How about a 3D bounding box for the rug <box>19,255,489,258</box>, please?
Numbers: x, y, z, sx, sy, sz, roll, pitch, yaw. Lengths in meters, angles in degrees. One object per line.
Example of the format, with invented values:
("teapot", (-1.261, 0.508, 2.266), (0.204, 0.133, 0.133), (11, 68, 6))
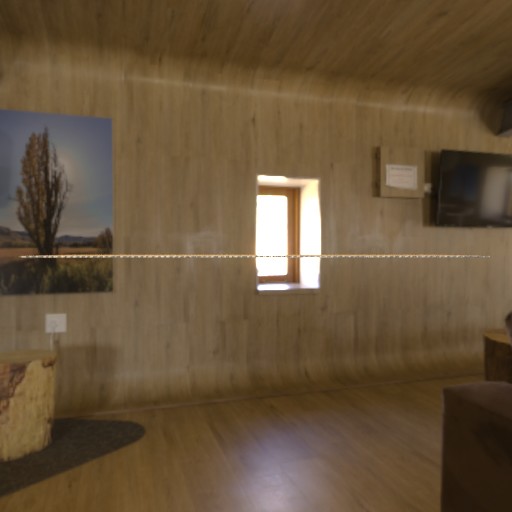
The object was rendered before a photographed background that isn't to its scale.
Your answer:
("rug", (0.000, 0.000, 2.470), (2.286, 0.008, 0.686), (0, 1, -2))
